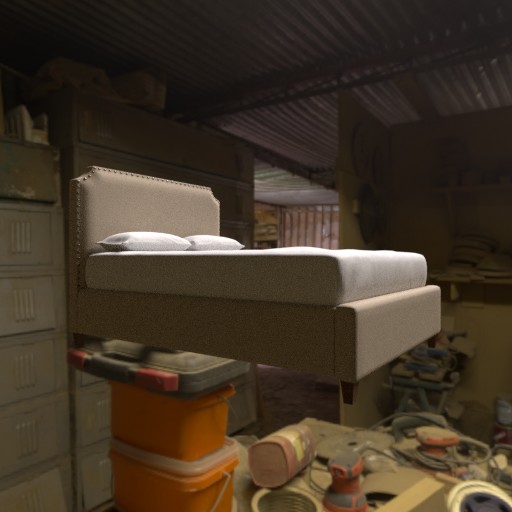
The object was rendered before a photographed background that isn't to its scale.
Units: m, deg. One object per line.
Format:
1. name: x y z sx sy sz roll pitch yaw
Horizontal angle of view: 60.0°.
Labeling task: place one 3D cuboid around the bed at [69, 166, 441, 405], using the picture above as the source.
1. bed: 0.000 0.000 3.421 2.329 1.415 1.703 0 0 35
